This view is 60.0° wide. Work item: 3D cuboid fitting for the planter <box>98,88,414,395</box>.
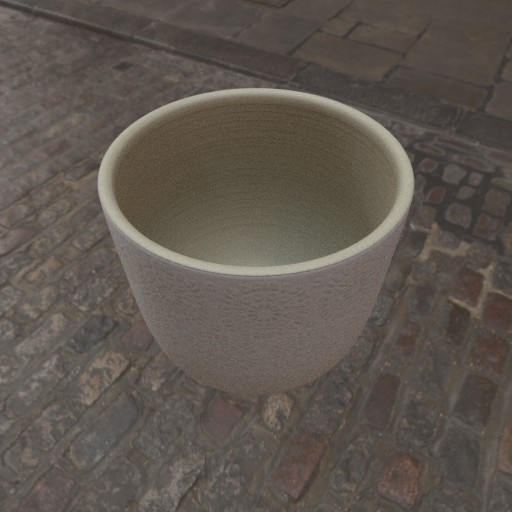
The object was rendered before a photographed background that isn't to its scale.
[{"bbox_3d":[0.000,0.000,0.367,0.208,0.190,0.208,0,47,0],"label":"planter"}]
